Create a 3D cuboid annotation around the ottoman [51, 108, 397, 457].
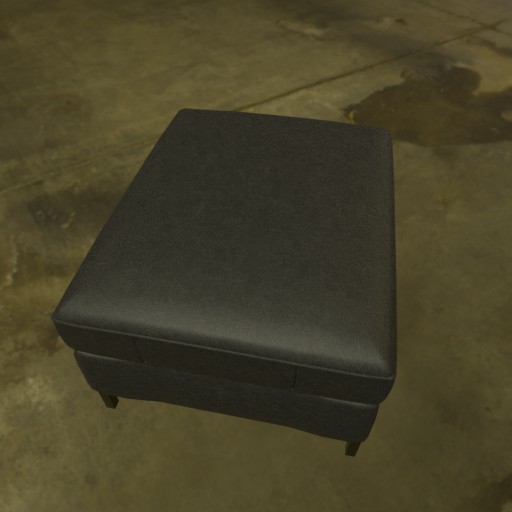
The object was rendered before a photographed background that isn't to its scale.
[{"bbox_3d":[0.000,0.000,1.752,0.967,0.696,1.187,8,48,8],"label":"ottoman"}]
